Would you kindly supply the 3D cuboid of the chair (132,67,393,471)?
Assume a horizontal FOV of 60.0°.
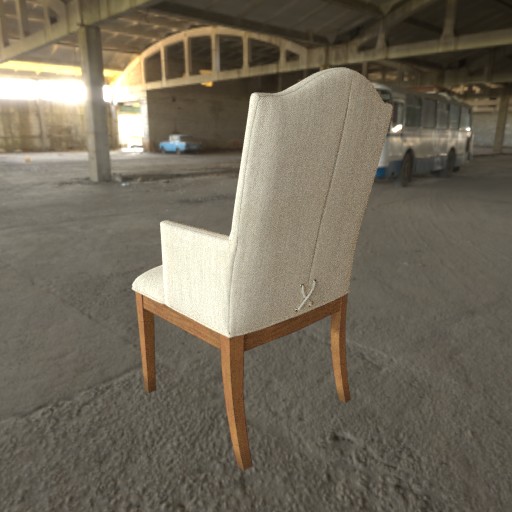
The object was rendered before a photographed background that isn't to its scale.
[{"bbox_3d":[0.000,0.000,1.359,0.533,1.016,0.641,-14,21,-41],"label":"chair"}]
